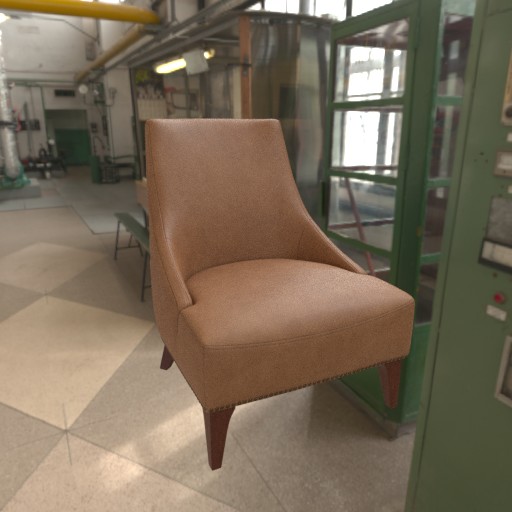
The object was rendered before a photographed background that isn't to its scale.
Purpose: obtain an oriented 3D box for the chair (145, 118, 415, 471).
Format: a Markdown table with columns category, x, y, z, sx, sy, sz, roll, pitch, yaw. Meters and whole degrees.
| category | x | y | z | sx | sy | sz | roll | pitch | yaw |
| --- | --- | --- | --- | --- | --- | --- | --- | --- | --- |
| chair | 0.000 | 0.000 | 1.526 | 0.701 | 0.909 | 0.861 | -8 | 19 | -25 |
